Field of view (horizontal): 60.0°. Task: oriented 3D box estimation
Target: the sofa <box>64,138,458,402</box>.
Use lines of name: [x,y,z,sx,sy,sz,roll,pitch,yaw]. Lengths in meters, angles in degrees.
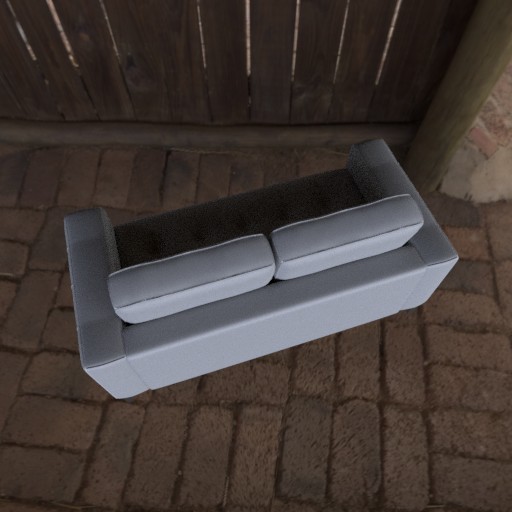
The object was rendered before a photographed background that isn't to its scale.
sofa: [0.000,0.000,2.232,1.726,0.892,0.833,-16,60,-9]
